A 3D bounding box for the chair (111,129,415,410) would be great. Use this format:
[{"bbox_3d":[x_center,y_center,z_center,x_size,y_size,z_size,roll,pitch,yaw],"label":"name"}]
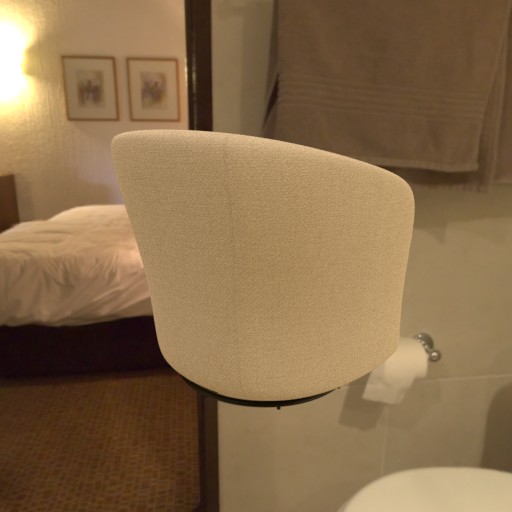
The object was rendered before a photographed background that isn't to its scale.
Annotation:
[{"bbox_3d":[0.000,0.000,1.427,0.791,0.771,0.815,14,20,43],"label":"chair"}]
